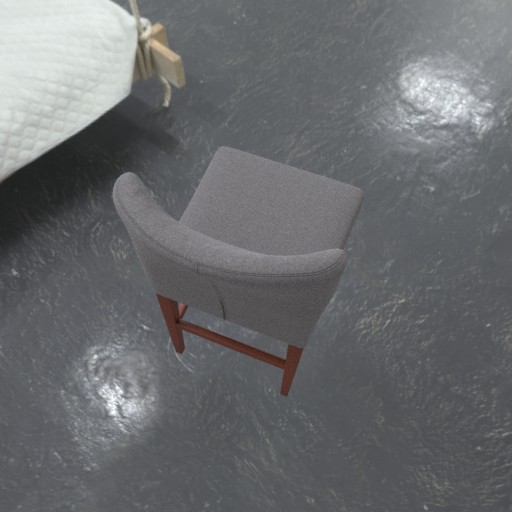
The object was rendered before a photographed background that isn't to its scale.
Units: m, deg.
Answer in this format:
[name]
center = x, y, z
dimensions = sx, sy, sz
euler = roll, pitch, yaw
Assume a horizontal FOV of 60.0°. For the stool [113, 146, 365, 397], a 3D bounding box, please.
[stool]
center = 0.000, 0.000, 1.293
dimensions = 0.481, 0.968, 0.568
euler = 19, 65, 10
